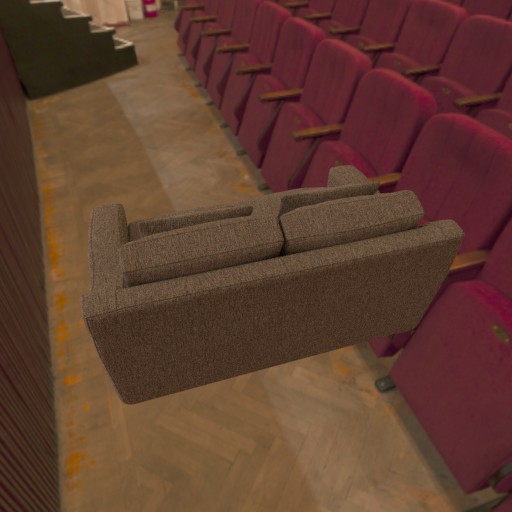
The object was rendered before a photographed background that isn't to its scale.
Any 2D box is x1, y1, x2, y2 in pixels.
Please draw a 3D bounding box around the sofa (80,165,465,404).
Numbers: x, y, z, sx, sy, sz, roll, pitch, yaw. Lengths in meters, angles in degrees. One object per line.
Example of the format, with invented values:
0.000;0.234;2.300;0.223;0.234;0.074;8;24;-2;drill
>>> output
0.000;0.000;2.499;1.778;0.991;1.120;-11;42;-13;sofa
